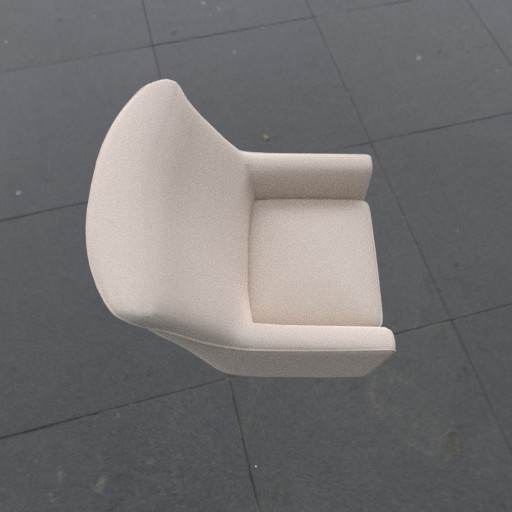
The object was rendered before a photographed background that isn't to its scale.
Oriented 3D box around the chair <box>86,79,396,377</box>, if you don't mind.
[{"bbox_3d":[0.000,0.000,1.571,0.879,0.916,0.756,0,65,0],"label":"chair"}]
